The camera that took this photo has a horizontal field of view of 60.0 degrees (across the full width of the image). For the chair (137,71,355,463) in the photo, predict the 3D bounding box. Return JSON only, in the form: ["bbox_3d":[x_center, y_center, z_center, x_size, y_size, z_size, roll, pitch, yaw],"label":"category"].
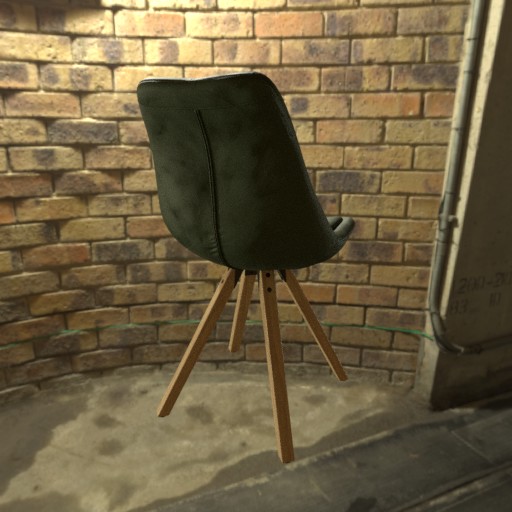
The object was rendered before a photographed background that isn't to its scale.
[{"bbox_3d":[0.000,0.000,1.199,0.483,0.865,0.547,8,18,27],"label":"chair"}]
